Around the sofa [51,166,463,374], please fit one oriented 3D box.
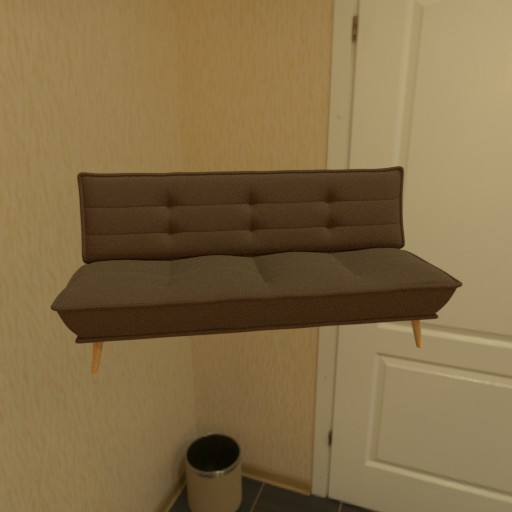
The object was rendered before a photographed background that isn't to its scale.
[{"bbox_3d":[0.000,0.000,2.468,1.940,0.890,0.950,-3,18,-8],"label":"sofa"}]
